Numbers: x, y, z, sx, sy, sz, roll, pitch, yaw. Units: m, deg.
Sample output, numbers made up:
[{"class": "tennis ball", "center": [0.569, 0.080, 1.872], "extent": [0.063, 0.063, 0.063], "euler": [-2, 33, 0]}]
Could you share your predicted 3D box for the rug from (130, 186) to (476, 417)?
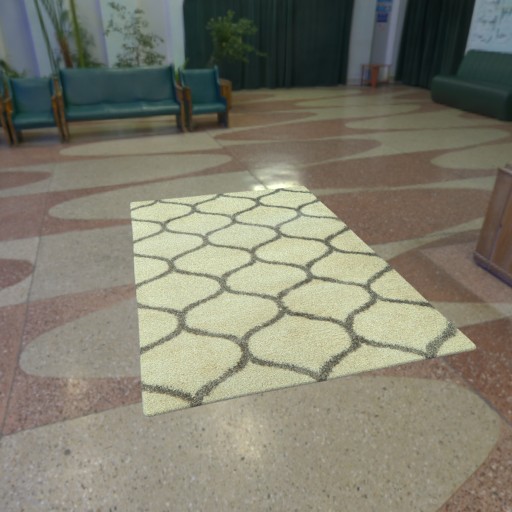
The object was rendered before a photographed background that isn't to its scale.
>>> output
[{"class": "rug", "center": [0.000, 0.000, 3.373], "extent": [1.801, 0.026, 2.701], "euler": [-7, 30, -13]}]
